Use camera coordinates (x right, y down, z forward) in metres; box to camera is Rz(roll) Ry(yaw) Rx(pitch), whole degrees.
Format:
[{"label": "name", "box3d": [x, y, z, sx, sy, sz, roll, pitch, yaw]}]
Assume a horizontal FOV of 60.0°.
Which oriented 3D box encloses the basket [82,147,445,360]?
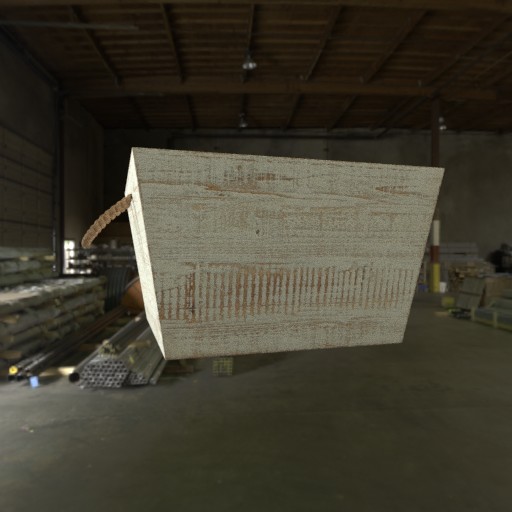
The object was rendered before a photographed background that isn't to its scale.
[{"label": "basket", "box3d": [0.000, 0.000, 0.744, 0.545, 0.247, 0.413, 0, 1, -18]}]
